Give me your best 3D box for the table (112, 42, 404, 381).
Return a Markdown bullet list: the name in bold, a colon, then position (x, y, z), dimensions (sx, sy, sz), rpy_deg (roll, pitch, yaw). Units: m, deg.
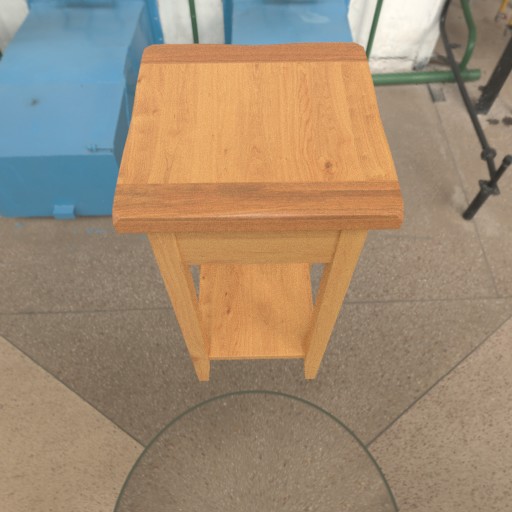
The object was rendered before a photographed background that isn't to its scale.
- **table**: position (0.000, 0.000, 0.944), dimensions (0.360, 0.740, 0.360), rpy_deg (-1, 57, -1)
